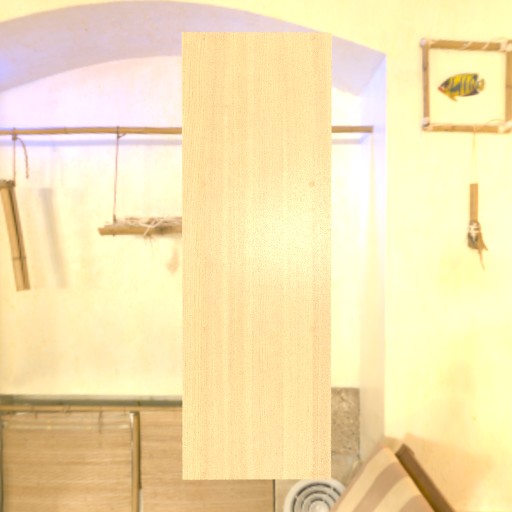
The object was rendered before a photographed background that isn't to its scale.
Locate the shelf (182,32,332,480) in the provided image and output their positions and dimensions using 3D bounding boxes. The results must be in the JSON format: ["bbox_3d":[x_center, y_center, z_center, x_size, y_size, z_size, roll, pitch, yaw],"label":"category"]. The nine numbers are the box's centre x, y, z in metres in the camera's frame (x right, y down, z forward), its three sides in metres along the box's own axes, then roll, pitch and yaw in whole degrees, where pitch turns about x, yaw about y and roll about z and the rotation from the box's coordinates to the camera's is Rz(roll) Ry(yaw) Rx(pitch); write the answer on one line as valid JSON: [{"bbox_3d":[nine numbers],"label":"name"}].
[{"bbox_3d":[0.000,0.000,1.076,0.292,0.876,0.417,0,1,0],"label":"shelf"}]
